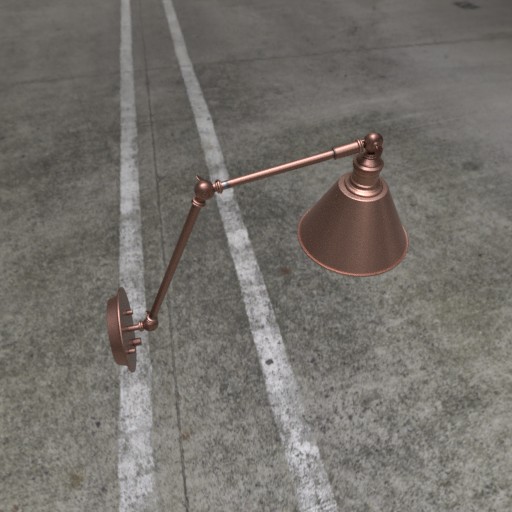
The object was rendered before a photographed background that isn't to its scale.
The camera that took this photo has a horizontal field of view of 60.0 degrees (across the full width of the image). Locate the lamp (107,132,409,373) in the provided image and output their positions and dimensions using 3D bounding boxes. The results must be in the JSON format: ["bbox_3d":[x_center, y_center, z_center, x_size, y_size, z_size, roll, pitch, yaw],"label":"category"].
[{"bbox_3d":[0.000,0.000,0.882,0.624,0.502,0.223,-10,47,-9],"label":"lamp"}]
